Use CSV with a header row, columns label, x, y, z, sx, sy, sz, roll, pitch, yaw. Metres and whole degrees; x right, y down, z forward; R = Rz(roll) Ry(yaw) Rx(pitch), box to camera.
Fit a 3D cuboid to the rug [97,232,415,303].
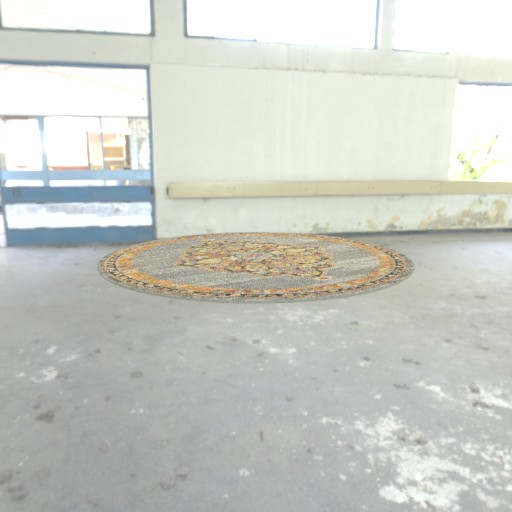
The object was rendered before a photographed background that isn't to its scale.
label,x,y,z,sx,sy,sz,roll,pitch,yaw
rug,0.000,0.000,3.517,2.382,0.014,2.382,0,12,0
